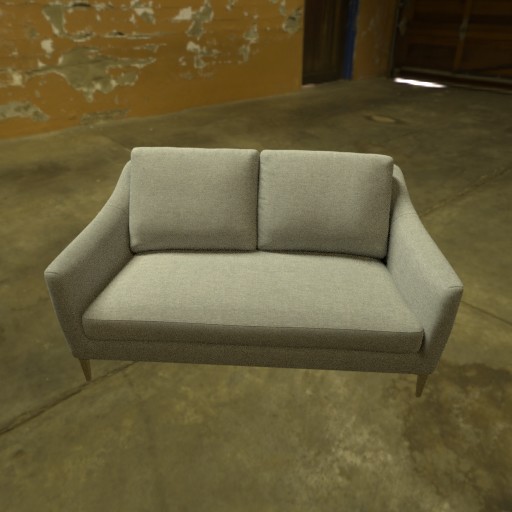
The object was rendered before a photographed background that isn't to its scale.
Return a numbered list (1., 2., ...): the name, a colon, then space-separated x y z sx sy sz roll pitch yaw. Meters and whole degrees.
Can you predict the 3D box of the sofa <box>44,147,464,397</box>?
1. sofa: 0.000 0.000 2.158 1.619 0.904 0.960 2 29 3
